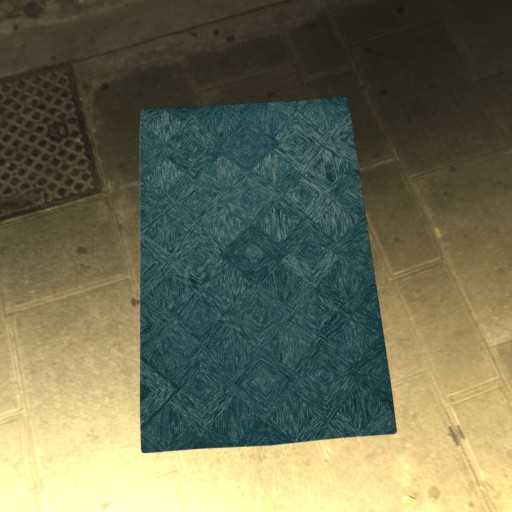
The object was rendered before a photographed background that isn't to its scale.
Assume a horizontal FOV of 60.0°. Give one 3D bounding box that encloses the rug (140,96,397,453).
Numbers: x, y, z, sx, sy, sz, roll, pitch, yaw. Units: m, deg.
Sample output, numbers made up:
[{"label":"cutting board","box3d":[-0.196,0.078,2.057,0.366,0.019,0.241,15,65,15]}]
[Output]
[{"label":"rug","box3d":[0.000,0.000,2.171,1.136,0.017,1.728,-4,74,-1]}]
